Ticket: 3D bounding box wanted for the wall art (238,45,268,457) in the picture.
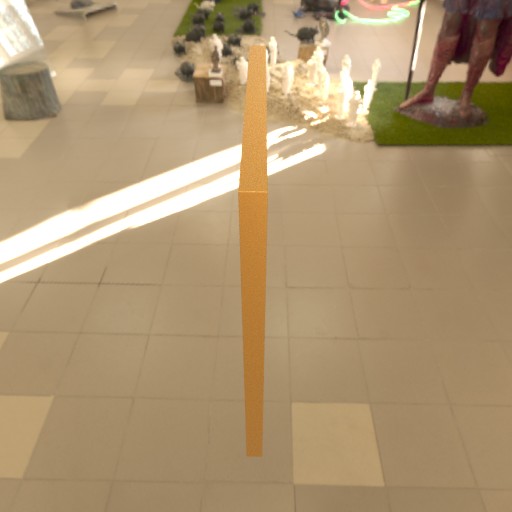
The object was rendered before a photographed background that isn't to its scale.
[{"bbox_3d":[0.000,0.000,1.051,0.038,0.762,0.610,0,42,1],"label":"wall art"}]
